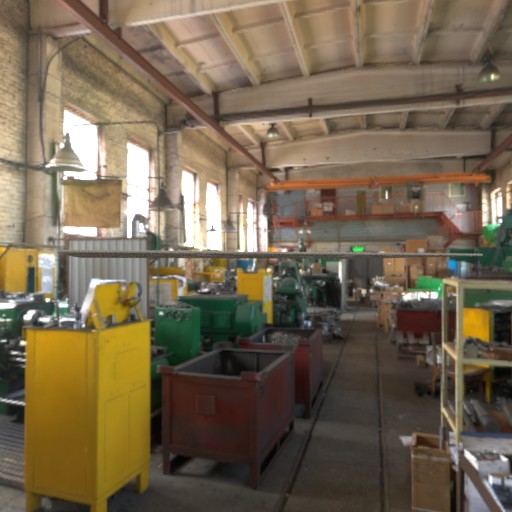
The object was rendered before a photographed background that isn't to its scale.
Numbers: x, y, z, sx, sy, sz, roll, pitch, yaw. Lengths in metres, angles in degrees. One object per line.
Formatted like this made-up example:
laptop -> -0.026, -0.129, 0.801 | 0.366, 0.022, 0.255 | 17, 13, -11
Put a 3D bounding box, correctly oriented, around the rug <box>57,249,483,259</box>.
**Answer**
rug -> 0.000, 0.000, 2.939 | 2.294, 0.014, 1.528 | 0, -1, -19
